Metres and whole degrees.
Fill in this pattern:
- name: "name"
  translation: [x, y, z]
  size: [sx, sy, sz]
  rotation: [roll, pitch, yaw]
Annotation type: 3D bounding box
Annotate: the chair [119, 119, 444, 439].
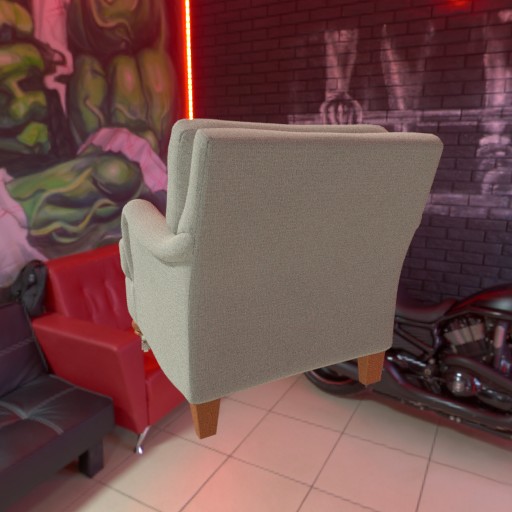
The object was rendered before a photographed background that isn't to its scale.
- name: "chair"
  translation: [0.000, 0.000, 1.837]
  size: [0.955, 1.038, 1.070]
  rotation: [-7, 15, -28]
